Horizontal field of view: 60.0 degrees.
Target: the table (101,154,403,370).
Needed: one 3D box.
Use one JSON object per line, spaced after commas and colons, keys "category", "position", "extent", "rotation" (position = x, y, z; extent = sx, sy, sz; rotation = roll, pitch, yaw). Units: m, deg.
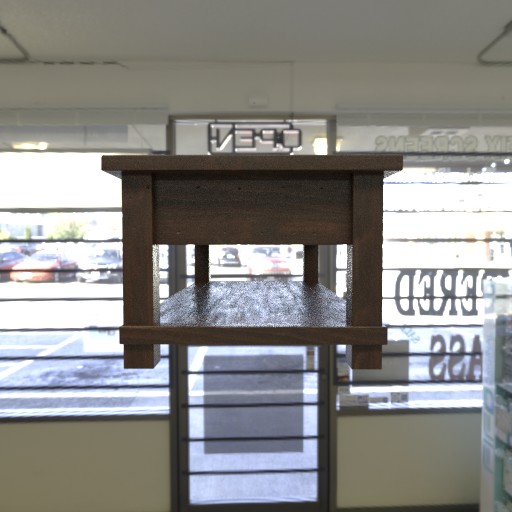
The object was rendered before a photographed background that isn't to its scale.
{"category": "table", "position": [0.000, 0.000, 1.633], "extent": [0.700, 0.494, 1.270], "rotation": [0, 2, 1]}
